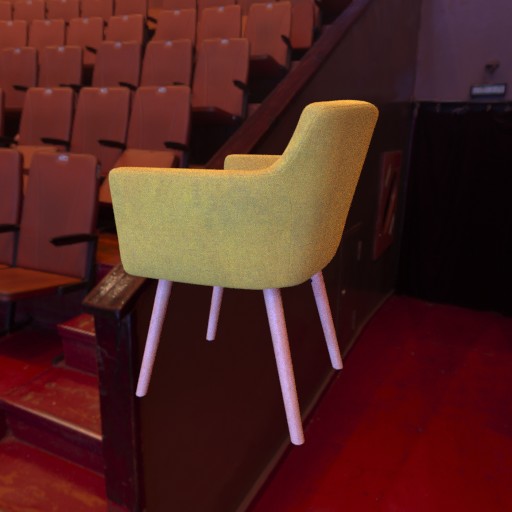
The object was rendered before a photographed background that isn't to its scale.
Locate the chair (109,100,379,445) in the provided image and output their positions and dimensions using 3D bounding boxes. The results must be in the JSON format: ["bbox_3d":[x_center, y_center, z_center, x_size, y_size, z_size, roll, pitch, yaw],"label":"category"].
[{"bbox_3d":[0.000,0.000,1.196,0.570,0.780,0.570,7,18,24],"label":"chair"}]
